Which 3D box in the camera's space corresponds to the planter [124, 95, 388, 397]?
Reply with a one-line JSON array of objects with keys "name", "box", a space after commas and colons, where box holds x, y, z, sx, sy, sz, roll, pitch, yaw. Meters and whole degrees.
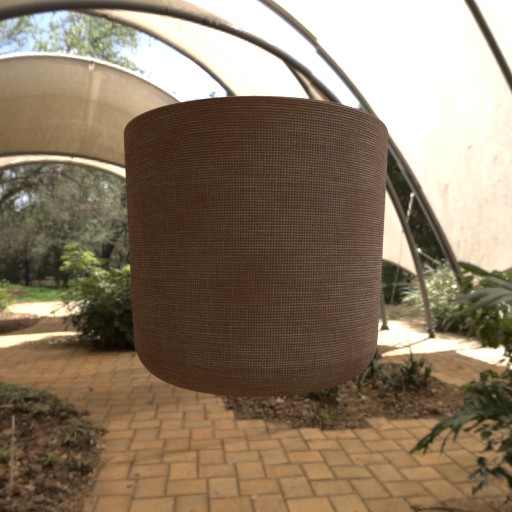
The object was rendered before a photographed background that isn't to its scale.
[{"name": "planter", "box": [0.000, 0.000, 0.769, 0.440, 0.398, 0.440, 0, 0, 0]}]
